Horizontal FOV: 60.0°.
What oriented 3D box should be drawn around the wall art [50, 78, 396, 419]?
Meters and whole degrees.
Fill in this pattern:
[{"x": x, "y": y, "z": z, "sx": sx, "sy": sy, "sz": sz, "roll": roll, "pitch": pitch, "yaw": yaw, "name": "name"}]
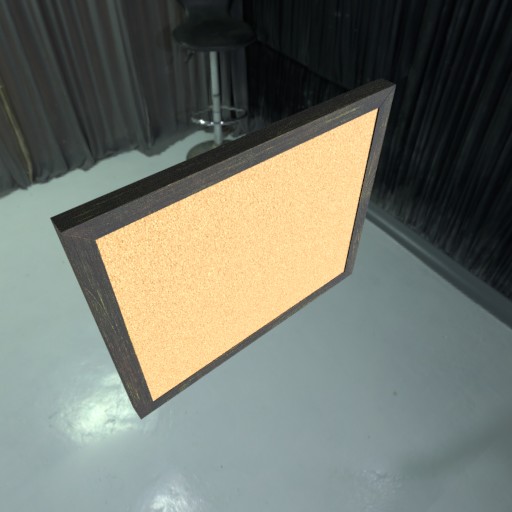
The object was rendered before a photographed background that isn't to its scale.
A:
[{"x": 0.000, "y": 0.000, "z": 0.765, "sx": 0.558, "sy": 0.457, "sz": 0.032, "roll": -30, "pitch": 53, "yaw": -26, "name": "wall art"}]
